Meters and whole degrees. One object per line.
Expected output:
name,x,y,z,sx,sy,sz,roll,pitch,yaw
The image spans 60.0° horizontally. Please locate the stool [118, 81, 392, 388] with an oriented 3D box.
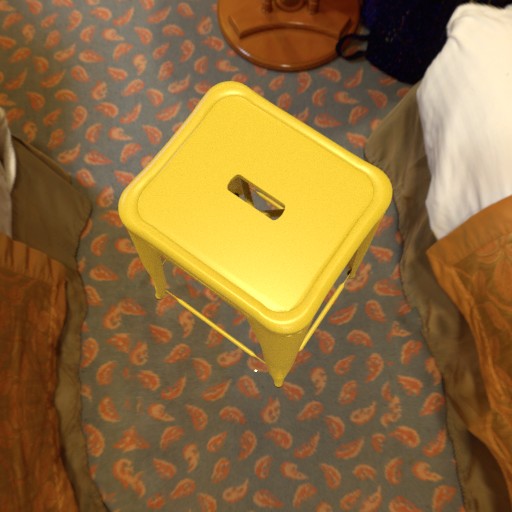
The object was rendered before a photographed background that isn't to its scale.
stool,0.000,0.000,0.862,0.399,0.609,0.359,34,78,8
